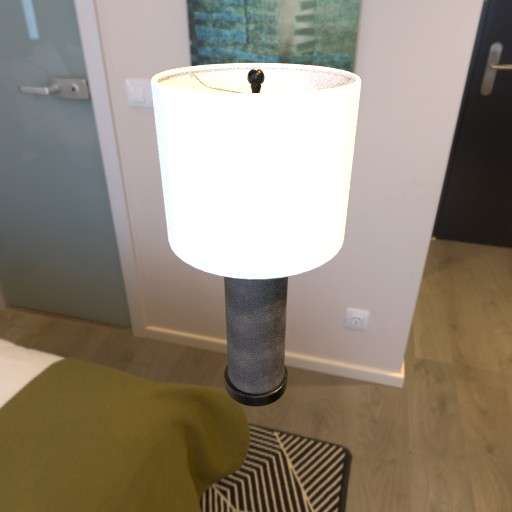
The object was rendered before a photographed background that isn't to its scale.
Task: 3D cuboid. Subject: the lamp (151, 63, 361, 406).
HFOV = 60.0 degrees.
[{"bbox_3d":[0.000,0.000,0.808,0.305,0.634,0.305,-7,31,-13],"label":"lamp"}]
